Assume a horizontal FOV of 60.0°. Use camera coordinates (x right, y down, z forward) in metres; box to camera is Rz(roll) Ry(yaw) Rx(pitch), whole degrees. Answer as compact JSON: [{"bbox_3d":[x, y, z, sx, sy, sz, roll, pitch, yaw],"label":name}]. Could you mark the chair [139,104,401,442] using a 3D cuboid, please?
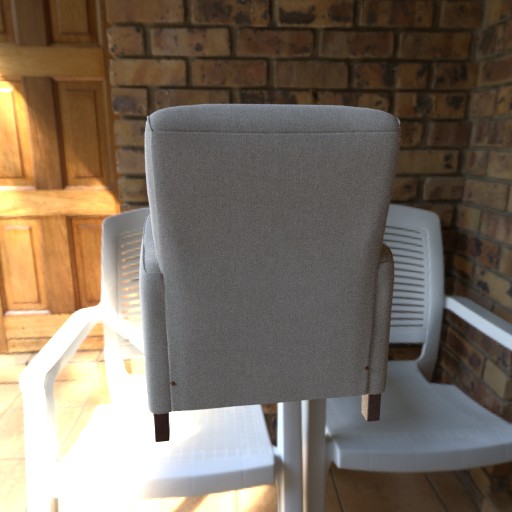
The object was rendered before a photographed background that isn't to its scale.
[{"bbox_3d":[0.000,0.000,1.660,0.845,1.023,0.859,-2,15,-9],"label":"chair"}]
